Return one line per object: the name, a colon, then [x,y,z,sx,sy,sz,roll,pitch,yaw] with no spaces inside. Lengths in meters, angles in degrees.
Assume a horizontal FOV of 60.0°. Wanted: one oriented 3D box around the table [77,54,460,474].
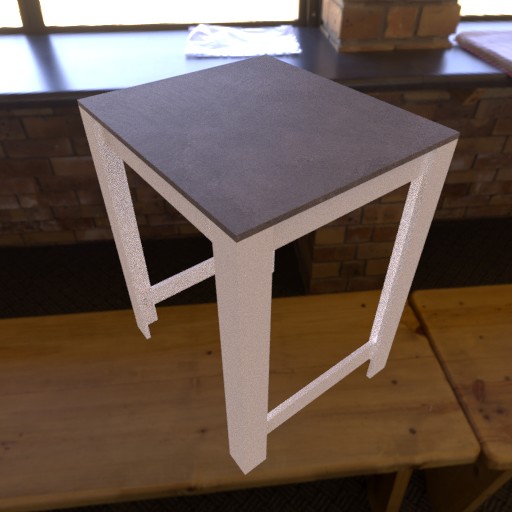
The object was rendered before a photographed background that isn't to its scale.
table: [0.000,0.000,1.544,0.700,1.020,0.800,-27,48,-27]
